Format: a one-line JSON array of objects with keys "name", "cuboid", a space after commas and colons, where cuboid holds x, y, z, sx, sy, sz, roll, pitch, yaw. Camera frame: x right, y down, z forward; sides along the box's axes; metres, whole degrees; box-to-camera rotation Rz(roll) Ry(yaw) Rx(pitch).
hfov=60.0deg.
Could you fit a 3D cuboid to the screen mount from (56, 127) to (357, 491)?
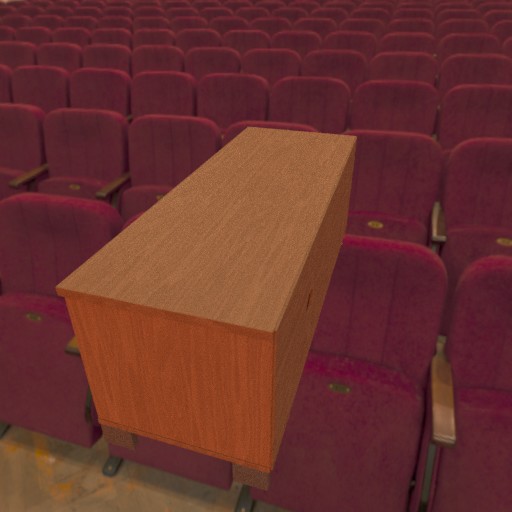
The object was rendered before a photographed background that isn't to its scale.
[{"name": "screen mount", "cuboid": [0.000, 0.000, 1.287, 0.406, 0.432, 1.084, 9, 33, 15]}]
